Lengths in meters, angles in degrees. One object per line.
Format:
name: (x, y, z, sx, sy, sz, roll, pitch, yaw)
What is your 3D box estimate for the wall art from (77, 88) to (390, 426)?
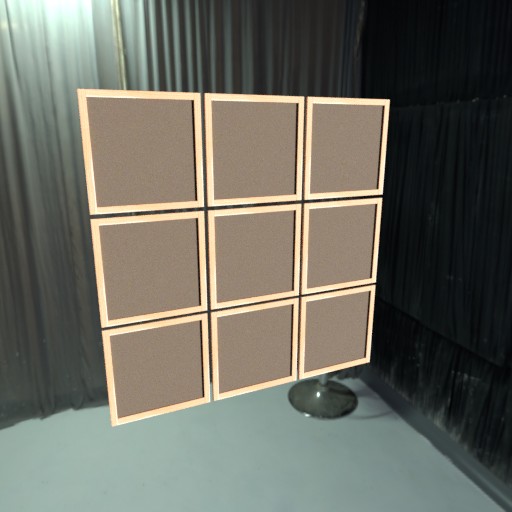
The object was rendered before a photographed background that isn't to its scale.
wall art: (0.000, 0.000, 1.779, 1.216, 1.218, 0.013, -7, 17, -23)
